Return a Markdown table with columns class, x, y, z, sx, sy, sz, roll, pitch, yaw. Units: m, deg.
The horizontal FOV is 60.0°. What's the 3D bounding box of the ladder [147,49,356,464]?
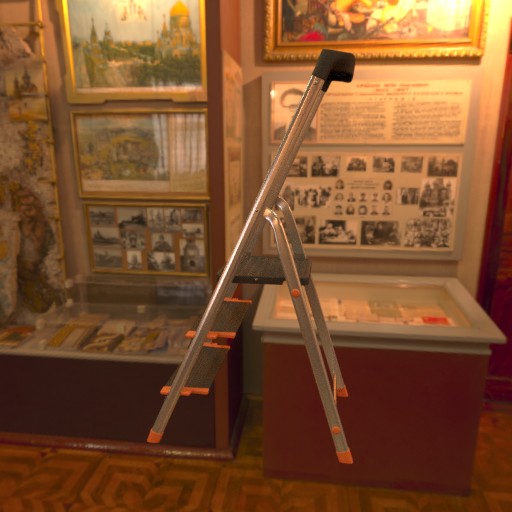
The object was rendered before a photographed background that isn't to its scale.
| class | x | y | z | sx | sy | sz | roll | pitch | yaw |
| --- | --- | --- | --- | --- | --- | --- | --- | --- | --- |
| ladder | 0.000 | 0.000 | 1.502 | 0.686 | 1.229 | 0.416 | 2 | 14 | 9 |
